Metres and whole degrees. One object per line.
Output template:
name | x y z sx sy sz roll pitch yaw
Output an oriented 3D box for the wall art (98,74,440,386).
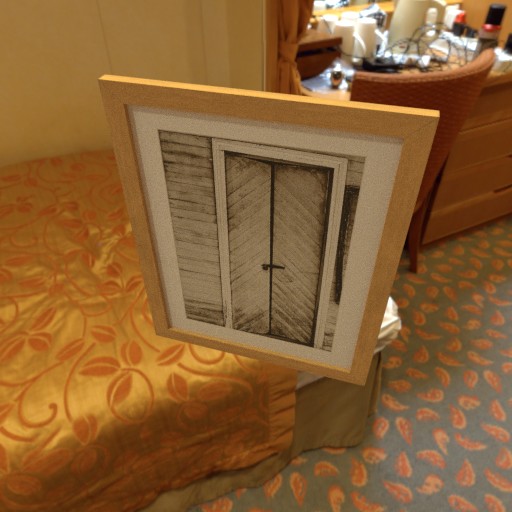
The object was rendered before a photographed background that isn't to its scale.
wall art | 0.000 0.000 0.764 0.460 0.561 0.020 11 42 12
